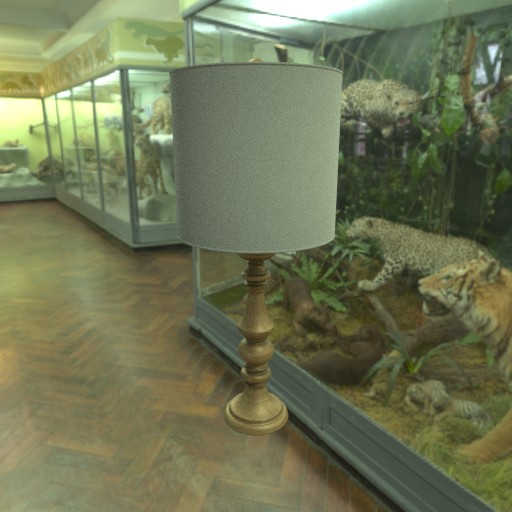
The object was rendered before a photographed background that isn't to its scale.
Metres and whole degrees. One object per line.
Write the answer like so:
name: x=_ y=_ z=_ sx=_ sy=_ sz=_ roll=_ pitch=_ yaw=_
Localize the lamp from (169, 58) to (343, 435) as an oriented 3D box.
lamp: x=0.000 y=0.000 z=0.724 sx=0.250 sy=0.597 sz=0.250 roll=8 pitch=17 yaw=26
